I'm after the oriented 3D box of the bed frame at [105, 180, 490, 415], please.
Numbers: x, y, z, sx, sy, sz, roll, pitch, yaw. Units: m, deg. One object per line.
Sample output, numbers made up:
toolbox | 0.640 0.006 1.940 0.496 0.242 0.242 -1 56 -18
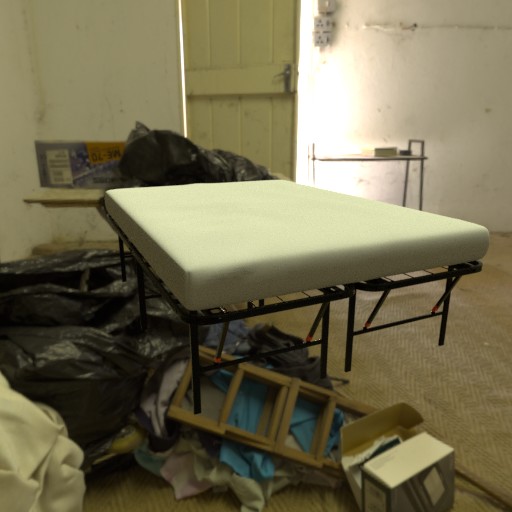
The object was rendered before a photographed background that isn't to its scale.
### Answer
bed frame | 0.000 0.000 2.497 1.372 0.637 1.905 -8 18 -24
